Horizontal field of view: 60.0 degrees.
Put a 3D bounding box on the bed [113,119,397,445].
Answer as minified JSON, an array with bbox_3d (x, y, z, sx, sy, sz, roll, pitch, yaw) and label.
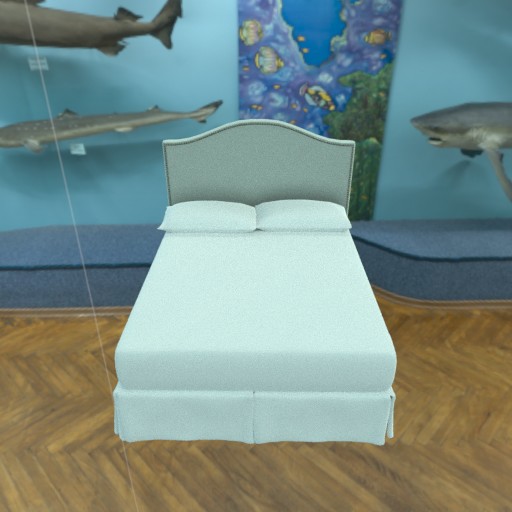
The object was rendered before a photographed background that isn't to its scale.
[{"bbox_3d":[0.000,0.000,3.395,1.813,1.607,2.180,0,29,1],"label":"bed"}]
